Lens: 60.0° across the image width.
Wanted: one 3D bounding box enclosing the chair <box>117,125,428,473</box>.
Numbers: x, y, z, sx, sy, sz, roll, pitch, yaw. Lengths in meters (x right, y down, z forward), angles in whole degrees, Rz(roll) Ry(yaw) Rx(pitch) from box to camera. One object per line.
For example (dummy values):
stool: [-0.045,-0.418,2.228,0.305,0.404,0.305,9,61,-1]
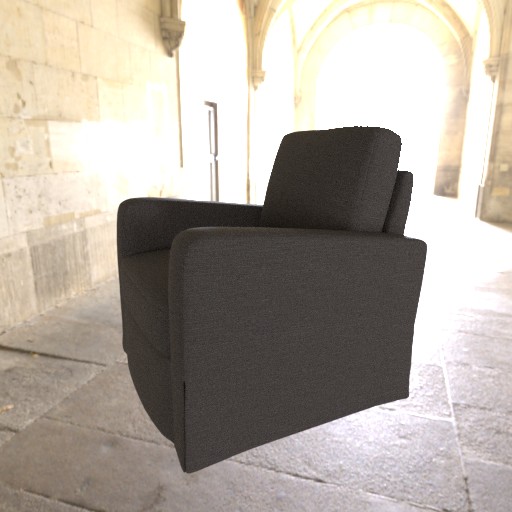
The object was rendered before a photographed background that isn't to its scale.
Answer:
chair: [0.000,0.000,1.510,0.863,0.855,0.798,-7,16,-26]
